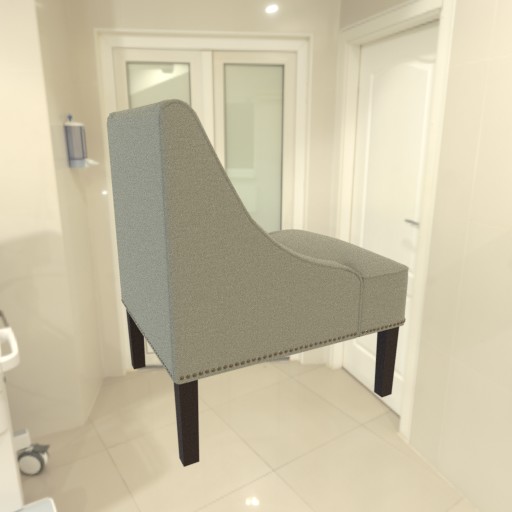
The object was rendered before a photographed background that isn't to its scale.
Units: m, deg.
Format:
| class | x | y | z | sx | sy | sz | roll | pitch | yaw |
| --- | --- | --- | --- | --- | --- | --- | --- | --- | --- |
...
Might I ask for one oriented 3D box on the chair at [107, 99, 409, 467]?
| class | x | y | z | sx | sy | sz | roll | pitch | yaw |
| --- | --- | --- | --- | --- | --- | --- | --- | --- | --- |
| chair | 0.000 | 0.000 | 1.381 | 0.737 | 0.864 | 0.610 | -8 | 17 | -27 |
